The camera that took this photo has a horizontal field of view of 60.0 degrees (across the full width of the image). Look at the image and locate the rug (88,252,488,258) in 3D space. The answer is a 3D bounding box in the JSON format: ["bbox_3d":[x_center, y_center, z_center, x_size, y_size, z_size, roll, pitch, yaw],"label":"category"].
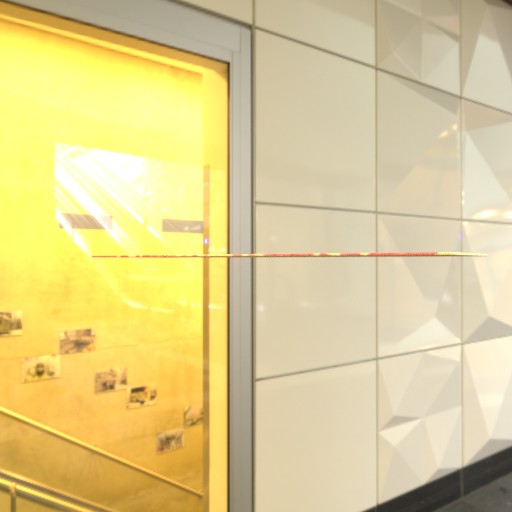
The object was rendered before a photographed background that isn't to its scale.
[{"bbox_3d":[0.000,0.000,2.723,2.458,0.011,0.787,0,-1,37],"label":"rug"}]
